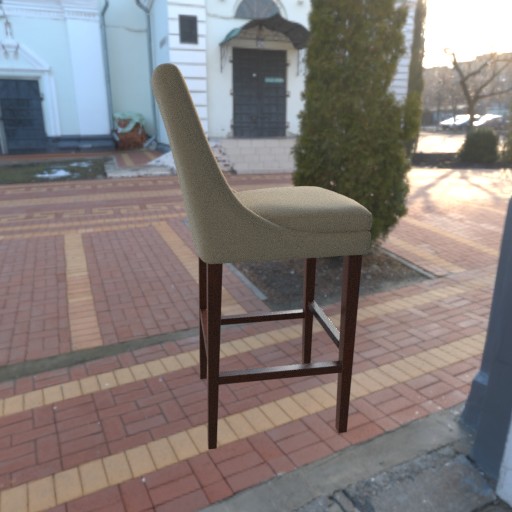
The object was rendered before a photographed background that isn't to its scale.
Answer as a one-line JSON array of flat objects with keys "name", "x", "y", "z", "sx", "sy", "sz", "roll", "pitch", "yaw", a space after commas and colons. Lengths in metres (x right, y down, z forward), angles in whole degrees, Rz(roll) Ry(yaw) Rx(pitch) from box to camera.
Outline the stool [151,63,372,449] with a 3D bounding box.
[{"name": "stool", "x": 0.000, "y": 0.000, "z": 1.404, "sx": 0.577, "sy": 1.078, "sz": 0.470, "roll": -3, "pitch": 17, "yaw": -10}]
